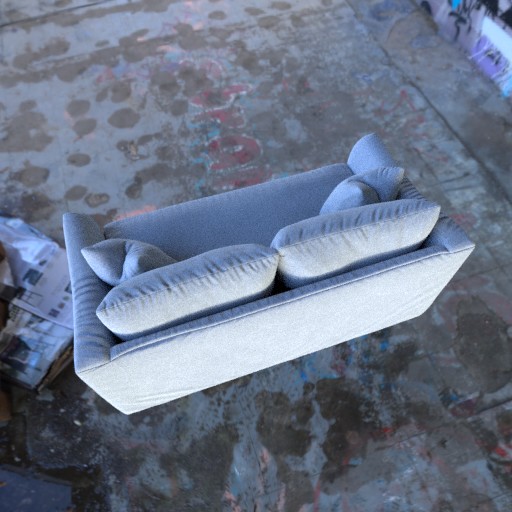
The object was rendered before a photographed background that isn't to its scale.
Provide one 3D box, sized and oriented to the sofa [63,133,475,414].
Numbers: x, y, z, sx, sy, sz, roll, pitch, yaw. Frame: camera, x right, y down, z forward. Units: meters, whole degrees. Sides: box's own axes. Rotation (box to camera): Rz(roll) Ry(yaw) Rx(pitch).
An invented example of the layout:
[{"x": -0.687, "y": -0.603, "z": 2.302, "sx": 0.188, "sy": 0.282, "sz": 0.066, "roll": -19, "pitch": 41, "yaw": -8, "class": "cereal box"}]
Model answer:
[{"x": 0.000, "y": 0.000, "z": 2.609, "sx": 2.010, "sy": 1.018, "sz": 1.072, "roll": -16, "pitch": 59, "yaw": -10, "class": "sofa"}]
